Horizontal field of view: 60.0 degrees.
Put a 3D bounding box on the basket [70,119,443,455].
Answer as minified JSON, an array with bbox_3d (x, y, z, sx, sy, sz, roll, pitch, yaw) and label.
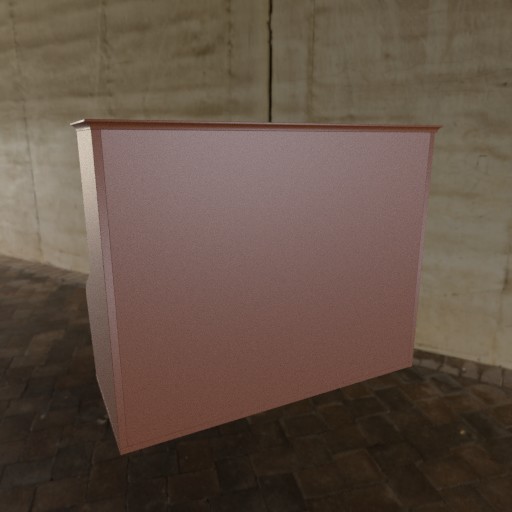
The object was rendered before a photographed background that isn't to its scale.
[{"bbox_3d":[0.000,0.000,1.105,0.792,0.625,0.376,-7,17,-26],"label":"basket"}]
